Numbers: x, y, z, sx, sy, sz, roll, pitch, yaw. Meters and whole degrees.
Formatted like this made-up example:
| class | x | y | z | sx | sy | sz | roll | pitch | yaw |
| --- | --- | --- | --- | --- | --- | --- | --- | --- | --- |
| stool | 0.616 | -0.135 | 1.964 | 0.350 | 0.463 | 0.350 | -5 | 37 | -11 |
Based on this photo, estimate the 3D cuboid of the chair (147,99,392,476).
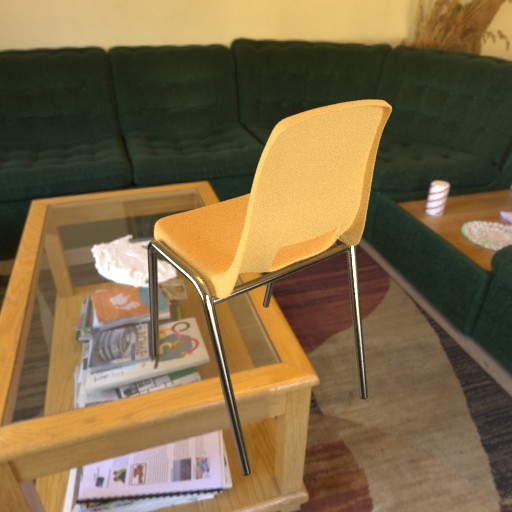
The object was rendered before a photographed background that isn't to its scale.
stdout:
| class | x | y | z | sx | sy | sz | roll | pitch | yaw |
| --- | --- | --- | --- | --- | --- | --- | --- | --- | --- |
| chair | 0.000 | 0.000 | 0.937 | 0.381 | 0.704 | 0.436 | -20 | 37 | -29 |
